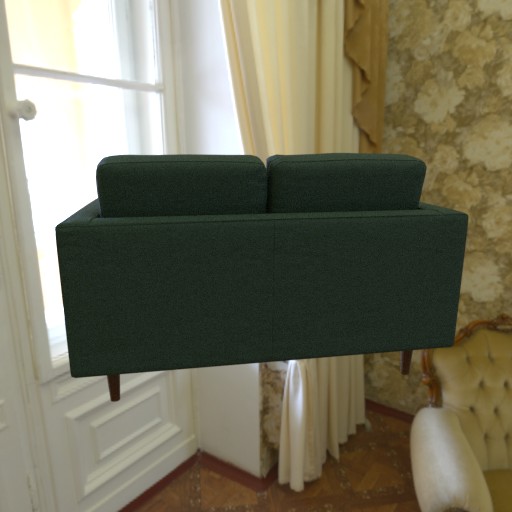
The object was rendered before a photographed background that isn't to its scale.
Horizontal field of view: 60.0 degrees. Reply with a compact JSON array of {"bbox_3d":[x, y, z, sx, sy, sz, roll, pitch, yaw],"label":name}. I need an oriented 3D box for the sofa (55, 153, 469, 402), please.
[{"bbox_3d":[0.000,0.000,1.970,1.430,0.899,0.879,-2,14,-10],"label":"sofa"}]
